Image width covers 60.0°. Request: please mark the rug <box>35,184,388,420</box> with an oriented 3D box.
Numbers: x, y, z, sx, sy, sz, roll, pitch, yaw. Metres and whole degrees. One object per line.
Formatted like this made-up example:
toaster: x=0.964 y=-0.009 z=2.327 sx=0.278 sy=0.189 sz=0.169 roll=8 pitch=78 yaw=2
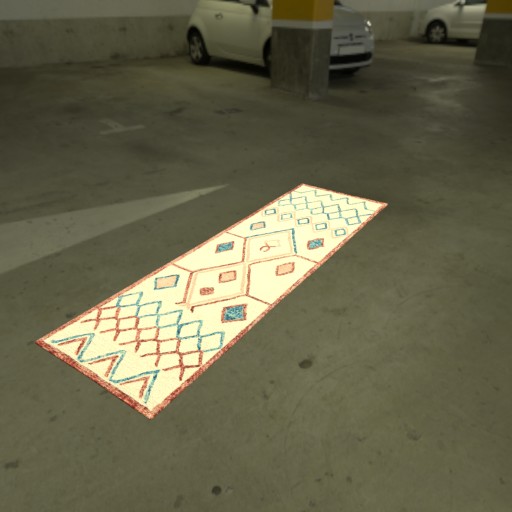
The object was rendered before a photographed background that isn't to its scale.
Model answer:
rug: x=0.000 y=0.000 z=2.687 sx=0.750 sy=0.011 sz=2.435 roll=19 pitch=35 yaw=30
